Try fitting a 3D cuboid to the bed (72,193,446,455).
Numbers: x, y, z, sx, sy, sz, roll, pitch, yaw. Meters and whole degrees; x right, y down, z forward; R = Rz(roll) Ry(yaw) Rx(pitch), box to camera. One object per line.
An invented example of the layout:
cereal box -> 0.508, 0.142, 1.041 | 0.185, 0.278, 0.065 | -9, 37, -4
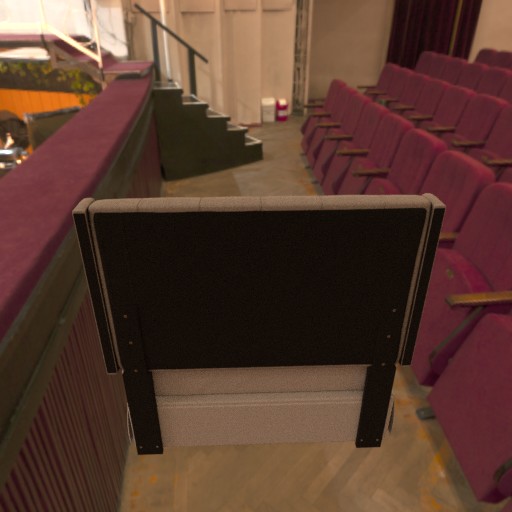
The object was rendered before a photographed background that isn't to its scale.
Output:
bed -> 0.000, 0.000, 3.290 | 1.719, 1.665, 2.066 | -1, 29, -2
